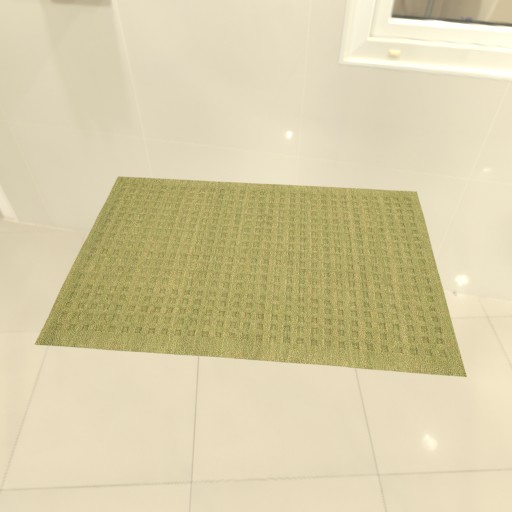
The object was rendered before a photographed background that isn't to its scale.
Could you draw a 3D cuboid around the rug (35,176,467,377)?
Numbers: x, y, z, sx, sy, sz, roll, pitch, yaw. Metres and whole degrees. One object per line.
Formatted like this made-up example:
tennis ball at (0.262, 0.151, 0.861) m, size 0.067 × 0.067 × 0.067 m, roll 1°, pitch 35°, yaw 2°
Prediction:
rug at (0.000, 0.000, 2.861) m, size 2.297 × 0.007 × 1.529 m, roll 3°, pitch 46°, yaw 3°
